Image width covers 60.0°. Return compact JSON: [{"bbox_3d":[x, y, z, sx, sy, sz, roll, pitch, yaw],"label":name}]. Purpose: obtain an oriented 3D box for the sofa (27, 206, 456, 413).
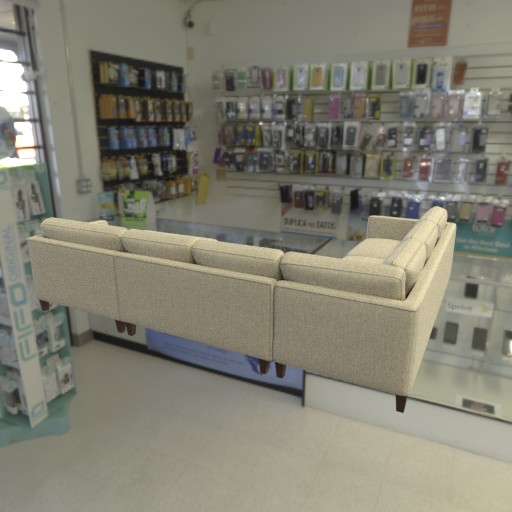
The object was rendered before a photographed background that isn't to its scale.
[{"bbox_3d":[0.000,0.000,4.357,3.403,0.889,2.551,9,19,27],"label":"sofa"}]
